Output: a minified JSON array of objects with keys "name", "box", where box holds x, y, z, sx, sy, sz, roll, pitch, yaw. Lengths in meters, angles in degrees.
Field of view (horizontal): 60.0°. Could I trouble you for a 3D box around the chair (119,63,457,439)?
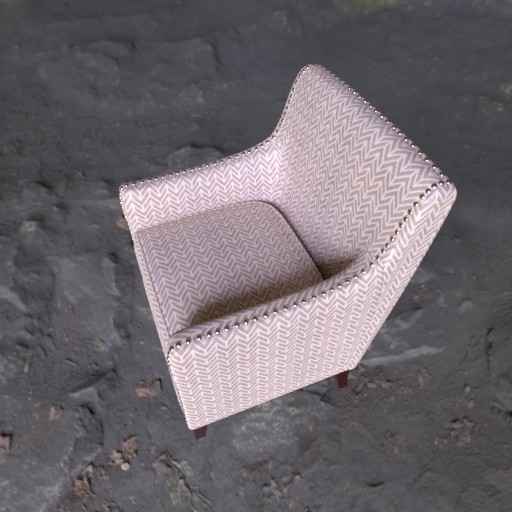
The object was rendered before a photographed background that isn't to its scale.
[{"name":"chair","box":[0.000,0.000,1.287,0.651,0.816,0.623,-17,50,-15]}]
